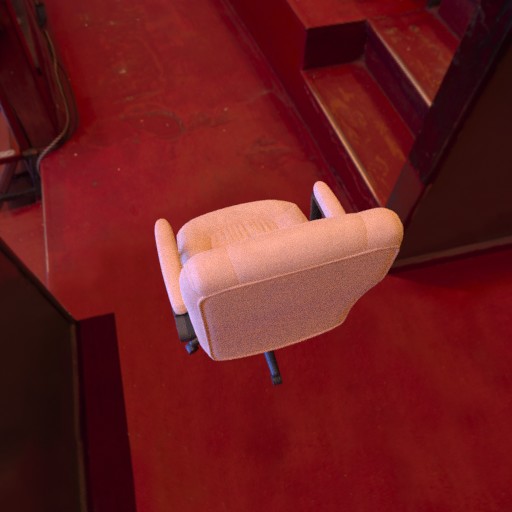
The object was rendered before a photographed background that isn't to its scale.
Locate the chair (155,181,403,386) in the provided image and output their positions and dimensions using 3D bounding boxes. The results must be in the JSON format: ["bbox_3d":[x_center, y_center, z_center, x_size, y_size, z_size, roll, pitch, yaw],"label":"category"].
[{"bbox_3d":[0.000,0.000,1.546,0.667,1.105,0.724,-15,59,-9],"label":"chair"}]
